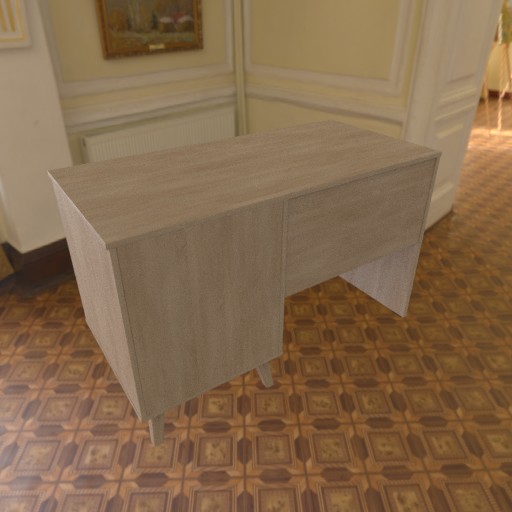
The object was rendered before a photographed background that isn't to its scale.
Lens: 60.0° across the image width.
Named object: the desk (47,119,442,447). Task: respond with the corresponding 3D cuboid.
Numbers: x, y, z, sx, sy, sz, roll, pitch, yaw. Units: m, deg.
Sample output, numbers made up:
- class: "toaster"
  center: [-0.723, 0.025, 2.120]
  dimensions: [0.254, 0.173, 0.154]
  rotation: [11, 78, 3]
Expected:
- class: "desk"
  center: [0.000, 0.000, 1.739]
  dimensions: [1.251, 0.770, 0.600]
  rotation: [-19, 35, -29]
